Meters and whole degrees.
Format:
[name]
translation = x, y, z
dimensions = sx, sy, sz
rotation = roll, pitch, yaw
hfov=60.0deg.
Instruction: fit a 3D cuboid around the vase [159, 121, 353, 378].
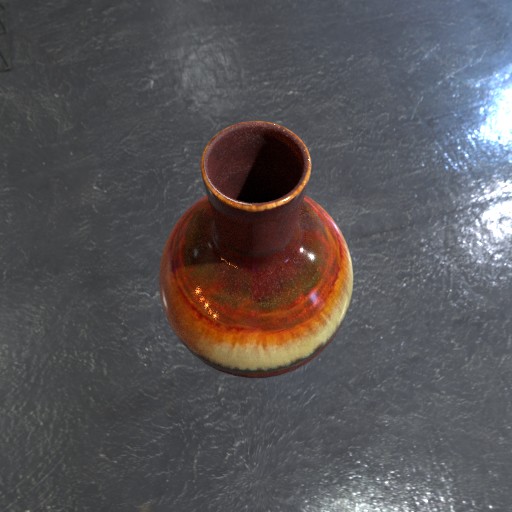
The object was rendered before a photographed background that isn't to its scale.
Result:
[vase]
translation = 0.000, 0.000, 0.232
dimensions = 0.111, 0.154, 0.111
rotation = 0, 63, 0
